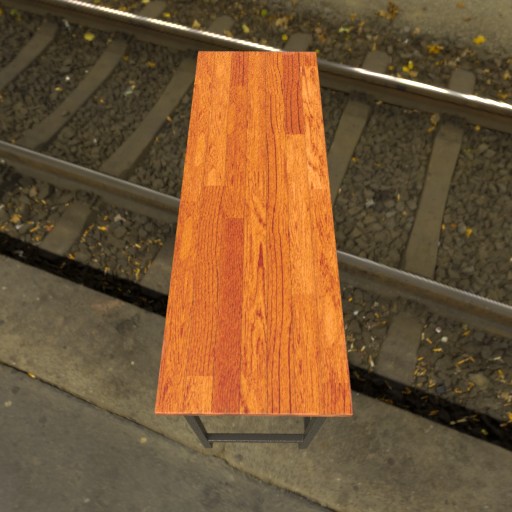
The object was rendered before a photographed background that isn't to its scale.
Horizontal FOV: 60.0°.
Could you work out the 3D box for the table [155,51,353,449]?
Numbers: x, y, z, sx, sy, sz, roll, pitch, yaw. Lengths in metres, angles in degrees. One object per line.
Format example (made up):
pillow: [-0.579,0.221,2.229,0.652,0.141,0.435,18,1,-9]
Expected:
table: [0.000,0.000,1.534,0.408,0.740,1.204,0,59,0]
